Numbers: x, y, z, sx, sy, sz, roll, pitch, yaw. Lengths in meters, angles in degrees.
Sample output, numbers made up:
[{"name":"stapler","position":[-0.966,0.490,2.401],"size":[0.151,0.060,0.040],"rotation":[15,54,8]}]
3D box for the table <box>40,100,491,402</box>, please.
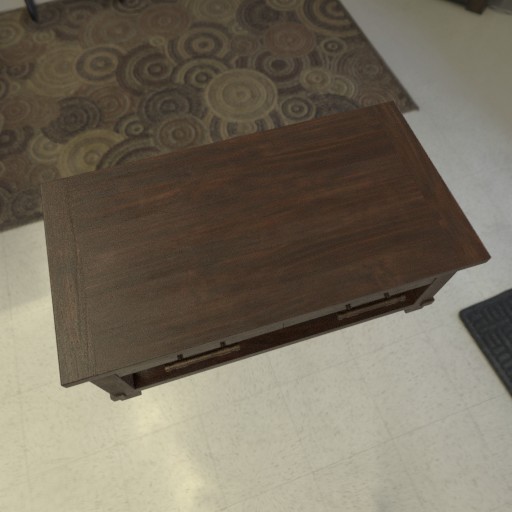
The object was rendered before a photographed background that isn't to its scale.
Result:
[{"name":"table","position":[0.000,0.000,1.602],"size":[1.270,0.494,0.700],"rotation":[-15,64,-8]}]
